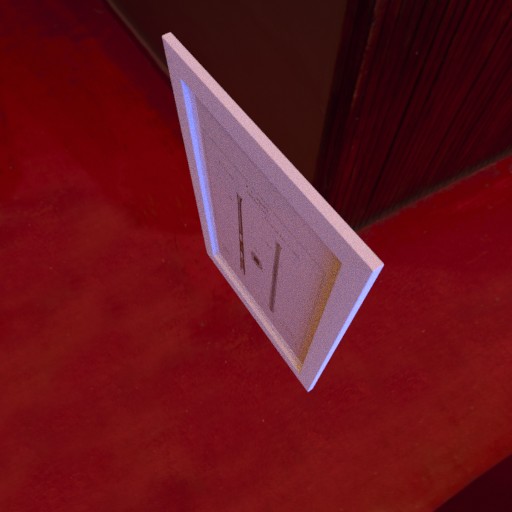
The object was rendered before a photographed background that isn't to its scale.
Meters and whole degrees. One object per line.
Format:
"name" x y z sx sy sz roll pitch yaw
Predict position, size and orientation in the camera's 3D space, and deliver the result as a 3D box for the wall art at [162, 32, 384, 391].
"wall art" 0.000 0.000 0.612 0.011 0.482 0.329 -32 67 -15
